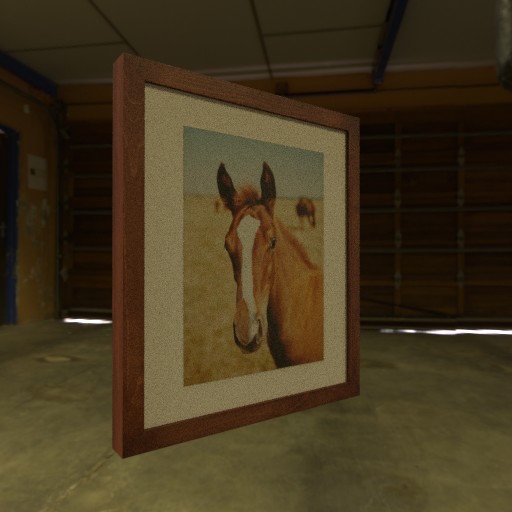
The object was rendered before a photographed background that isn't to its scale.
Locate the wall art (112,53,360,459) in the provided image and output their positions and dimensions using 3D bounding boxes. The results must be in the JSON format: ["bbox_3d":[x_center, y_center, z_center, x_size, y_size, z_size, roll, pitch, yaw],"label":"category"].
[{"bbox_3d":[0.000,0.000,0.525,0.330,0.381,0.030,0,-1,-36],"label":"wall art"}]
